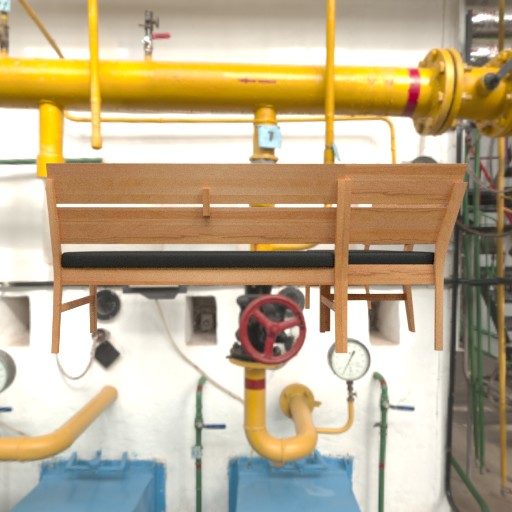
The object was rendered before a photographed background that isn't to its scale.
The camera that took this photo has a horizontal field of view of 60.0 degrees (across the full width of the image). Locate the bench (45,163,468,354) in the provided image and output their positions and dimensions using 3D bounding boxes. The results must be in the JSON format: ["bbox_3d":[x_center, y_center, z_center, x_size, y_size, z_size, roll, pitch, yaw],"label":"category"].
[{"bbox_3d":[0.000,0.000,2.822,1.948,0.890,1.548,0,1,0],"label":"bench"}]
